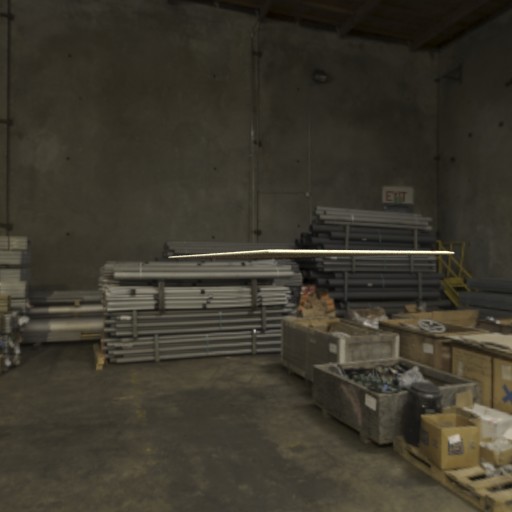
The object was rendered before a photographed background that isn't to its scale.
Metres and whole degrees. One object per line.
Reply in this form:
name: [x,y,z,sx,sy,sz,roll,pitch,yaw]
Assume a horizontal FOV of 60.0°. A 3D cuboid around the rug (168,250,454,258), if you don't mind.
rug: [0.000,0.000,2.412,0.662,0.011,2.196,0,-1,-19]
